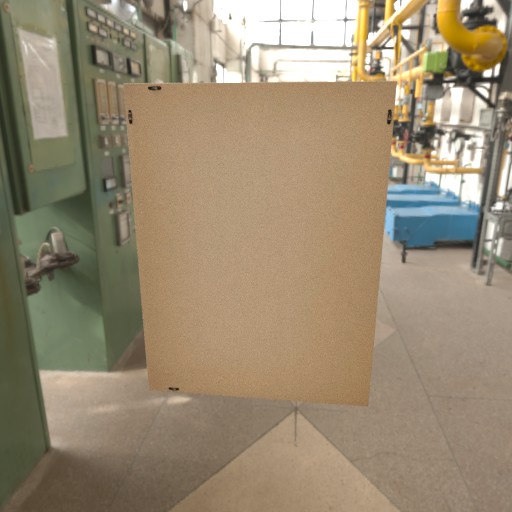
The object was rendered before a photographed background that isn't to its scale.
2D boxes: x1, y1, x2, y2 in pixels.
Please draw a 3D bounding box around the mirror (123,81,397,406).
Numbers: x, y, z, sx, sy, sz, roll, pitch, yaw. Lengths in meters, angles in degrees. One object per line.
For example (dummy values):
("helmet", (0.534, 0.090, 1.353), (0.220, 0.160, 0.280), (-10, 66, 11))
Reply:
("mirror", (0.000, 0.000, 1.391), (0.762, 1.016, 0.041), (2, 17, 7))
